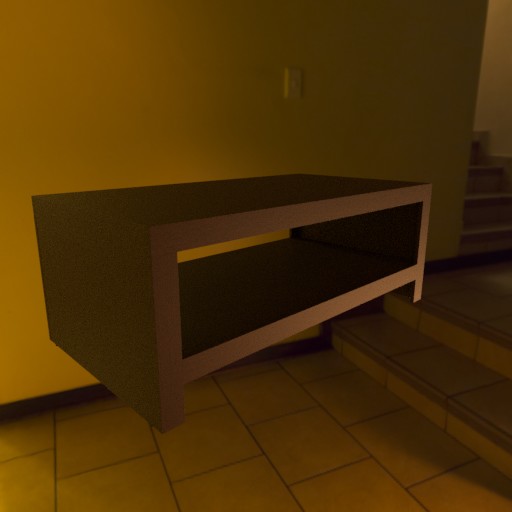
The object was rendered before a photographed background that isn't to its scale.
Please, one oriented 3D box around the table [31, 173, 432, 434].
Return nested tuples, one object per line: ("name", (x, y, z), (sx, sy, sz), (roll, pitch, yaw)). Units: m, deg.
("table", (0.000, 0.000, 1.404), (1.099, 0.424, 0.597), (-14, 20, -42))
